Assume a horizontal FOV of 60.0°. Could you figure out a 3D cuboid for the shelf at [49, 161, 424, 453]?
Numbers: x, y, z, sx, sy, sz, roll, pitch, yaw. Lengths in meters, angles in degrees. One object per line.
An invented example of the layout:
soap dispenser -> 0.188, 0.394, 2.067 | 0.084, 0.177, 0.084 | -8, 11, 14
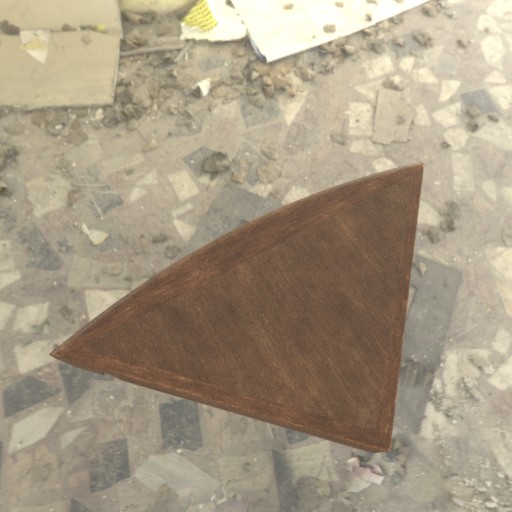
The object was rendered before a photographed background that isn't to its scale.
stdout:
shelf -> 0.000, 0.000, 0.466 | 0.310, 0.050, 0.310 | 14, 65, 6
